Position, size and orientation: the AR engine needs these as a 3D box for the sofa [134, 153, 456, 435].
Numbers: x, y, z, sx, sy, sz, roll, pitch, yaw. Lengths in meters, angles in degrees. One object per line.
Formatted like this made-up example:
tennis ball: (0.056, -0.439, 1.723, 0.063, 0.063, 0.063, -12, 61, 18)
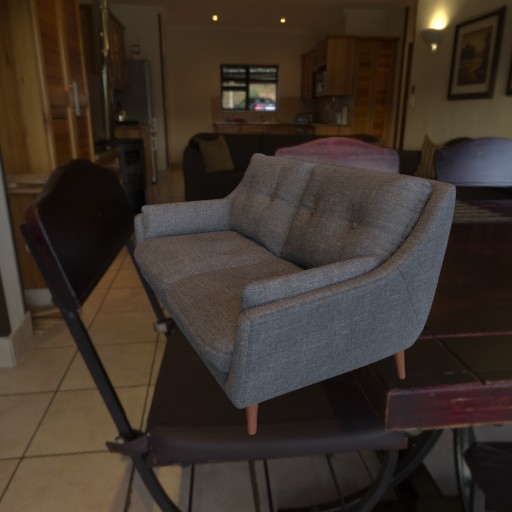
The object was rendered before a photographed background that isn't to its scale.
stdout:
sofa: (0.000, 0.000, 2.196, 0.976, 0.887, 1.646, -8, 19, -24)
